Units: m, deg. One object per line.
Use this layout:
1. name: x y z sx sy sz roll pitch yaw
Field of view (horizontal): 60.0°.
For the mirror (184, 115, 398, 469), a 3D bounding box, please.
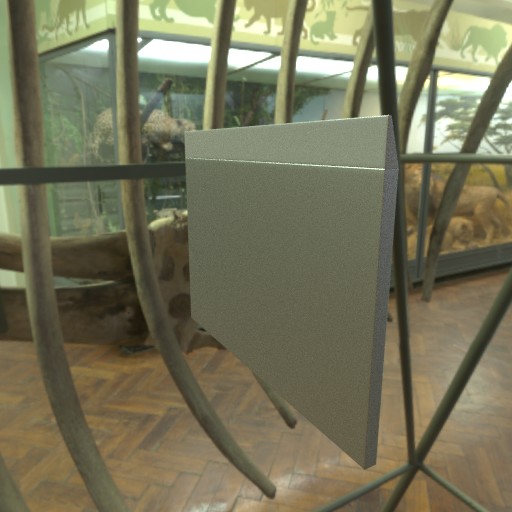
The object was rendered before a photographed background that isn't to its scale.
1. mirror: 0.000 0.000 1.123 0.030 0.630 0.870 -8 16 -29
